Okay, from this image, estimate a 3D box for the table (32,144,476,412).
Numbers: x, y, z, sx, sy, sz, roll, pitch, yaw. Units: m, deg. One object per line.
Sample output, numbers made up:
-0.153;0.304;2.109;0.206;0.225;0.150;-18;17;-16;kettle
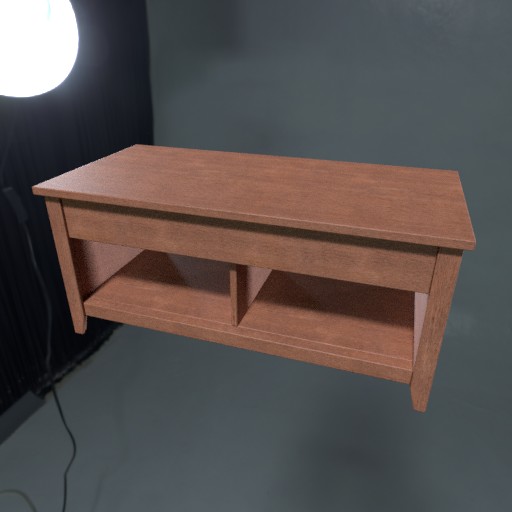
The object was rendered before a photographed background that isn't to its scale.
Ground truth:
0.000;0.000;1.267;1.016;0.457;0.483;9;28;16;table
